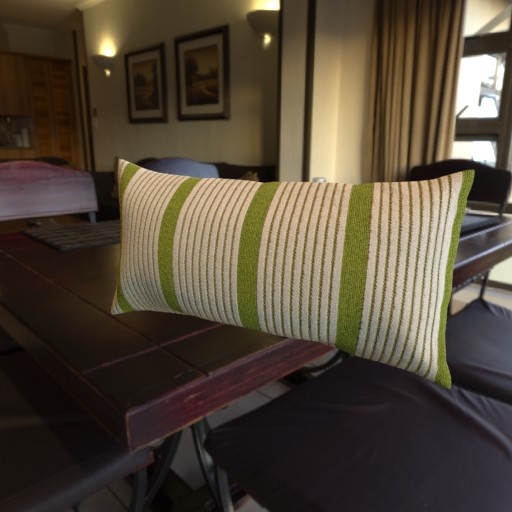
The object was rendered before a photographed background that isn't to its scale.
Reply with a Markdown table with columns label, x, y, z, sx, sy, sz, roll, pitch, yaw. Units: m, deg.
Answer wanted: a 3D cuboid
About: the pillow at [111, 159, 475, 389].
| label | x | y | z | sx | sy | sz | roll | pitch | yaw |
| --- | --- | --- | --- | --- | --- | --- | --- | --- | --- |
| pillow | 0.000 | 0.000 | 0.711 | 0.608 | 0.292 | 0.156 | 7 | 16 | 26 |
